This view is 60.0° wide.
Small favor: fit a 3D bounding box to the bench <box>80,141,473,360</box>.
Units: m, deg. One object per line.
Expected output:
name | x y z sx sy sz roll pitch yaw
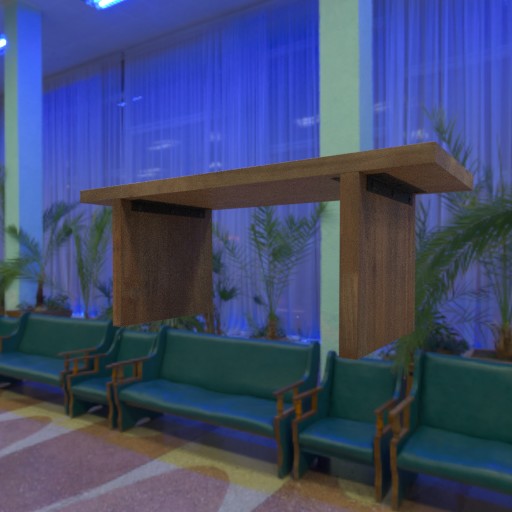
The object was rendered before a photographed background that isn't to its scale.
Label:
bench | 0.000 0.000 1.407 1.183 0.458 0.458 0 0 35
